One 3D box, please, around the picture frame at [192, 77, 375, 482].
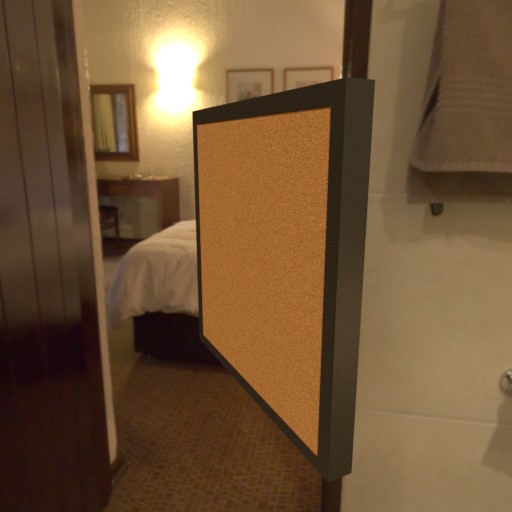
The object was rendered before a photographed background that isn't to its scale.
[{"bbox_3d":[0.000,0.000,0.530,0.029,0.353,0.355,-7,15,-26],"label":"picture frame"}]
